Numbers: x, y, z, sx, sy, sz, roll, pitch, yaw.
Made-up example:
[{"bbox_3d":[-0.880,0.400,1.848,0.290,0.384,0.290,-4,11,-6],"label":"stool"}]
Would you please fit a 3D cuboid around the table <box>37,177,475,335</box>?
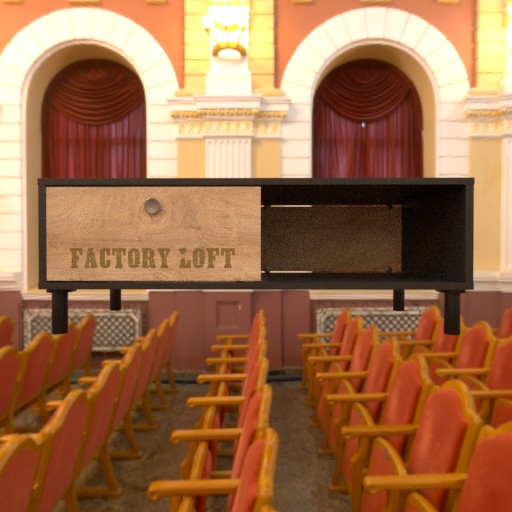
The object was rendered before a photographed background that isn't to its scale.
[{"bbox_3d":[0.000,0.000,1.380,1.100,0.400,0.550,0,1,1],"label":"table"}]
